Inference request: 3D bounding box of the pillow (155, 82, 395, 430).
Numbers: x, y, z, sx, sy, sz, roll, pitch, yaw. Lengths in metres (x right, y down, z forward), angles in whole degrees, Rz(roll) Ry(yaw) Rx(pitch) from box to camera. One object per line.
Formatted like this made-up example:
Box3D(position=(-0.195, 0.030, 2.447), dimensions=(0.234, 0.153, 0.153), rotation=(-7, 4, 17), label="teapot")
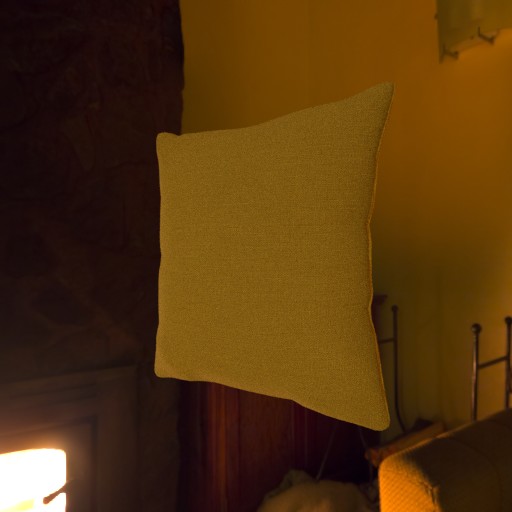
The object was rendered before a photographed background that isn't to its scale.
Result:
Box3D(position=(0.000, 0.000, 0.675), dimensions=(0.429, 0.436, 0.159), rotation=(0, 0, 35), label="pillow")
